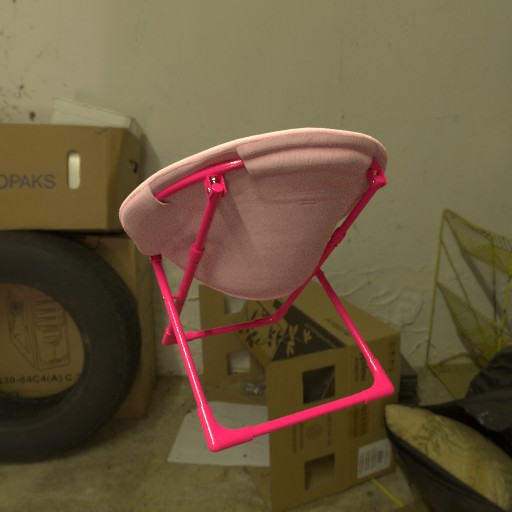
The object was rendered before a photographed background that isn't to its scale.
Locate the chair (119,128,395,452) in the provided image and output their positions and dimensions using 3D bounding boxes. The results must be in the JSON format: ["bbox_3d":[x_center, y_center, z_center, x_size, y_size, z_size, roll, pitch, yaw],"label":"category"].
[{"bbox_3d":[0.000,0.000,0.904,0.522,0.494,0.459,-7,17,-25],"label":"chair"}]
